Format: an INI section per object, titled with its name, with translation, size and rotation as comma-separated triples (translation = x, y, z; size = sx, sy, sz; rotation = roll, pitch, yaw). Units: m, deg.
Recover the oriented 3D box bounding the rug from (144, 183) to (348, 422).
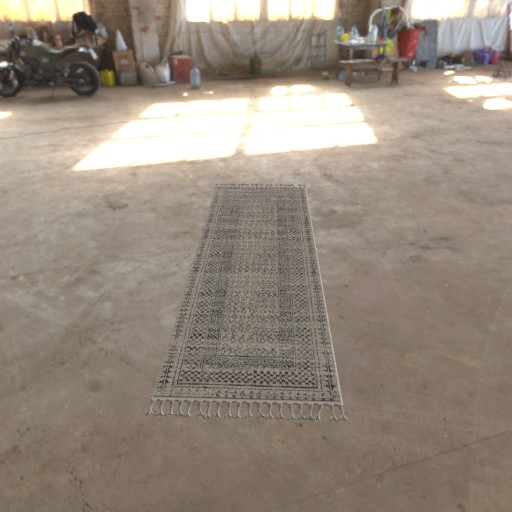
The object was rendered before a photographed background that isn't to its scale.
[rug]
translation = 0.000, 0.000, 2.747
size = 0.786, 0.013, 2.480
rotation = 1, 30, 2
